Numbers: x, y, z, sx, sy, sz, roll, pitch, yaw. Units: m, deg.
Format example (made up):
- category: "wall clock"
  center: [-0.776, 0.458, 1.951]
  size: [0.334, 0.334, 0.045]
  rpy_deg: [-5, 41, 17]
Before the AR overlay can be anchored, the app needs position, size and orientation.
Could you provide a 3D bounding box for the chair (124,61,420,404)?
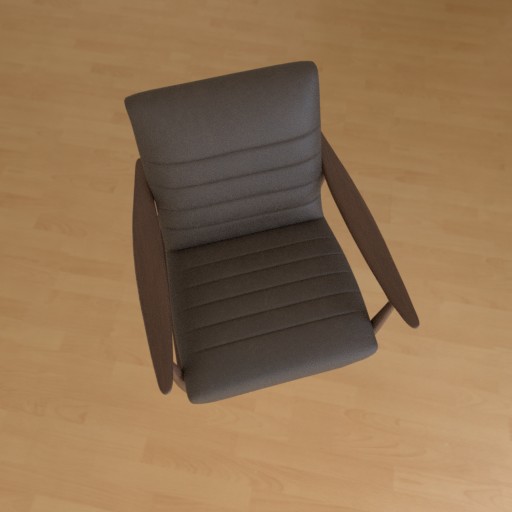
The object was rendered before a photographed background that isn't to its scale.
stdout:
- category: "chair"
  center: [0.000, 0.000, 1.457]
  size: [0.741, 0.831, 0.798]
  rpy_deg: [-13, 65, -6]
